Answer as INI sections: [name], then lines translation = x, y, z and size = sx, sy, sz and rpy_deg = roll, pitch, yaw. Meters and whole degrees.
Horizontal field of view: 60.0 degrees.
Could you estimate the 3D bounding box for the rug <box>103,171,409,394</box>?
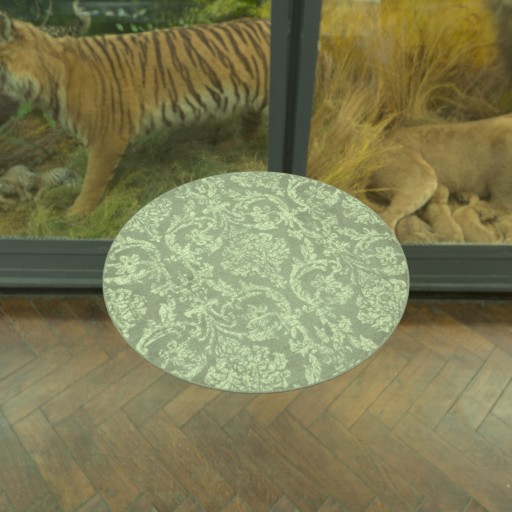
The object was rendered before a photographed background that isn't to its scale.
[rug]
translation = 0.000, 0.000, 2.368
size = 1.593, 0.012, 1.593
rpy_deg = 0, 45, 0
